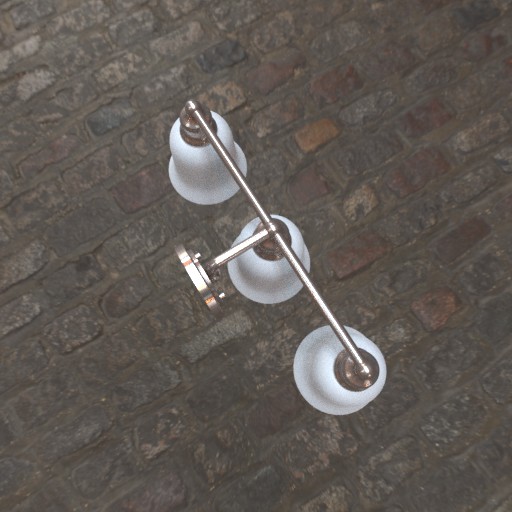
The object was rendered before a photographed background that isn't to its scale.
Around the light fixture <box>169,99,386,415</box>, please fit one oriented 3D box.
[{"bbox_3d":[0.000,0.000,0.674,0.198,0.211,0.570,-31,78,-7],"label":"light fixture"}]
